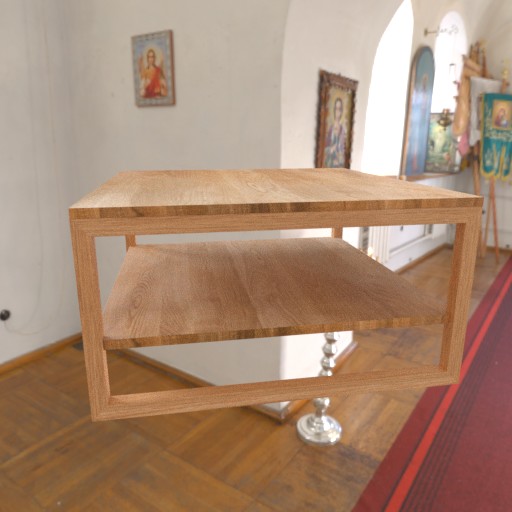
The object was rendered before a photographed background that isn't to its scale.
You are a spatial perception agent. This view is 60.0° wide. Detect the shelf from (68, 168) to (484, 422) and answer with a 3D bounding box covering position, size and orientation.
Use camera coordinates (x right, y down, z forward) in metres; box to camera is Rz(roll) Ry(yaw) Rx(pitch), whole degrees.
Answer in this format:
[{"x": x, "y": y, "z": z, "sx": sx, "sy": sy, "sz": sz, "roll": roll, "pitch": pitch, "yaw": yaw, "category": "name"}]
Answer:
[{"x": 0.000, "y": 0.000, "z": 1.424, "sx": 0.899, "sy": 0.480, "sz": 0.899, "roll": -3, "pitch": 16, "yaw": -10, "category": "shelf"}]
